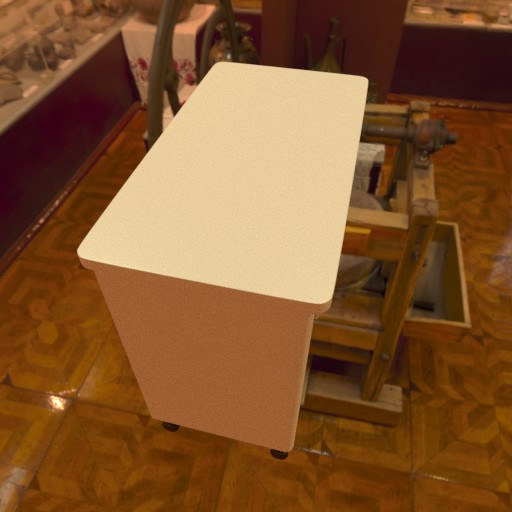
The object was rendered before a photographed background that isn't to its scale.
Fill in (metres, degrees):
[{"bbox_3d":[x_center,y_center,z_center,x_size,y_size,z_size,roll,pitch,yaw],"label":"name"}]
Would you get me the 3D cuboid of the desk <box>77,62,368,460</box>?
[{"bbox_3d":[0.000,0.000,1.330,0.475,0.763,0.877,10,47,10],"label":"desk"}]
